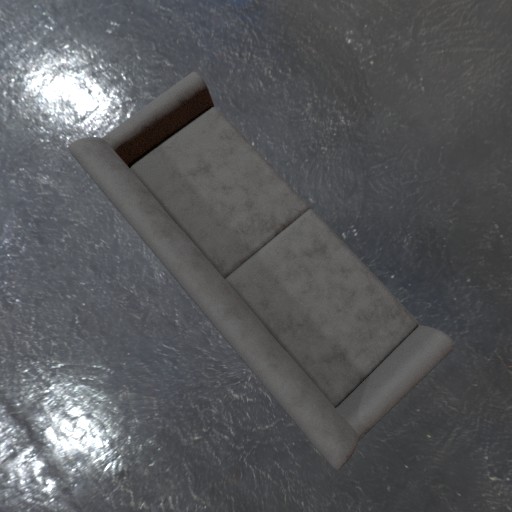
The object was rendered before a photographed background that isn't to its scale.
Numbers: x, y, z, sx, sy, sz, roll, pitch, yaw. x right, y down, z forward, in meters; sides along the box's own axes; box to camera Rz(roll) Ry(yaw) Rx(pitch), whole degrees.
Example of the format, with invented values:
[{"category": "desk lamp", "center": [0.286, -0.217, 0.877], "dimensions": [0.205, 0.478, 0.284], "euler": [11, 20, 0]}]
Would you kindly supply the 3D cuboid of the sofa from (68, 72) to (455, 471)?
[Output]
[{"category": "sofa", "center": [0.000, 0.000, 2.647], "dimensions": [0.900, 0.740, 2.190], "euler": [-40, 79, -9]}]
